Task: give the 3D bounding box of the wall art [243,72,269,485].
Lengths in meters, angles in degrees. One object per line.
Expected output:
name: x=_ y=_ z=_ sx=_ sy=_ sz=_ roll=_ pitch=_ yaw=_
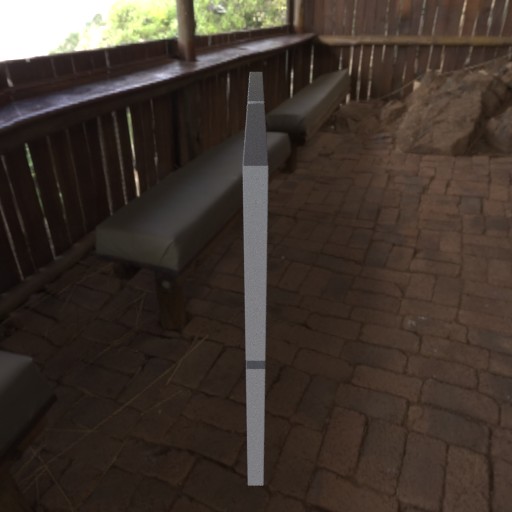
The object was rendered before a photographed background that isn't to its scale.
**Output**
wall art: x=0.000 y=0.000 z=0.912 sx=0.029 sy=0.611 sz=0.611 roll=0 pitch=32 yaw=0
